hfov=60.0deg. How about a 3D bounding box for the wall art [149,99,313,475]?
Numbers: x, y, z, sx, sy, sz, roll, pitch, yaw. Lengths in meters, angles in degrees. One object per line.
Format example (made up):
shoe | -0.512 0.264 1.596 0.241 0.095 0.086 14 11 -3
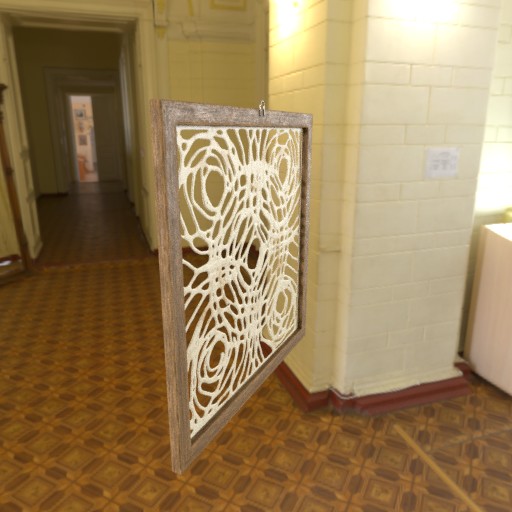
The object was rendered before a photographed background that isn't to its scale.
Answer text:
wall art | 0.000 0.000 0.866 0.021 0.576 0.561 8 17 25
